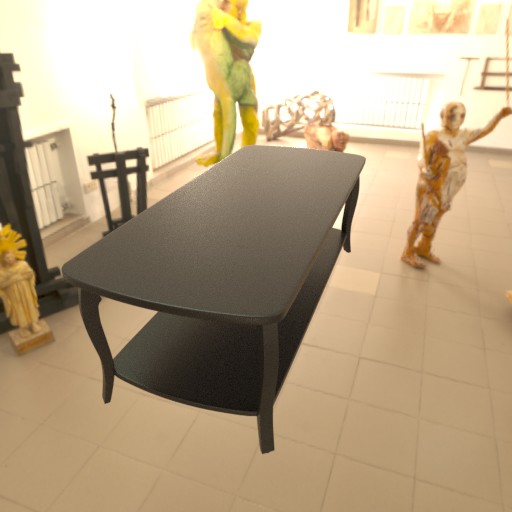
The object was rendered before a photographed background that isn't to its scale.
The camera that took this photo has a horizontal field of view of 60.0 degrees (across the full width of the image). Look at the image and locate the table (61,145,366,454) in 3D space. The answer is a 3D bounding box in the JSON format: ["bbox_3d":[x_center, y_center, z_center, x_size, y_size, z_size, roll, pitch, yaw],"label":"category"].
[{"bbox_3d":[0.000,0.000,1.600,0.571,0.457,1.333,10,30,18],"label":"table"}]
